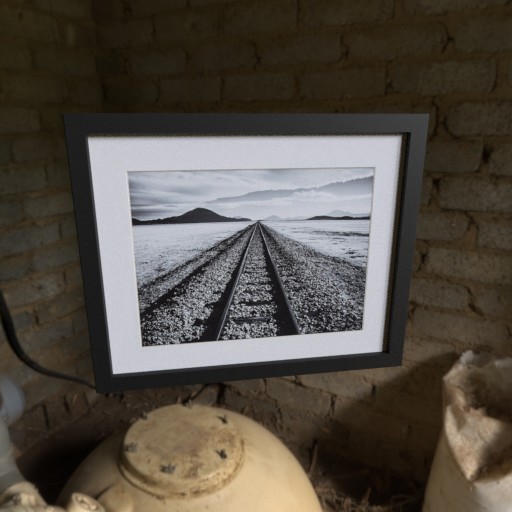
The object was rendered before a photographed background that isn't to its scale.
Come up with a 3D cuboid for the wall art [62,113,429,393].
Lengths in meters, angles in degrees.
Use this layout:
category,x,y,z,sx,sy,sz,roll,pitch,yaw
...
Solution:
category,x,y,z,sx,sy,sz,roll,pitch,yaw
wall art,0.000,0.000,0.749,0.559,0.458,0.029,-3,17,-9
